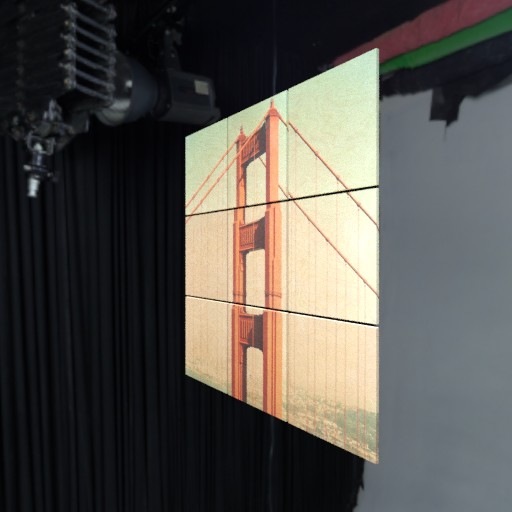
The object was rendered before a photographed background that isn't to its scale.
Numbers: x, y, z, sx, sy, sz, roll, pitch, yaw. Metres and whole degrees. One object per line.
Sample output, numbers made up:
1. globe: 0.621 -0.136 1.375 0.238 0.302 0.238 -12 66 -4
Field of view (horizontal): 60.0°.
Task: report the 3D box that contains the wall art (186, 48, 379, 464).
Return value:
1. wall art: 0.000 0.000 1.792 0.013 1.219 1.214 0 0 -36
